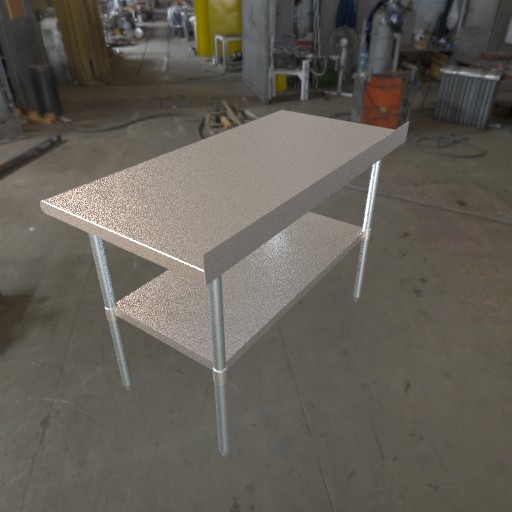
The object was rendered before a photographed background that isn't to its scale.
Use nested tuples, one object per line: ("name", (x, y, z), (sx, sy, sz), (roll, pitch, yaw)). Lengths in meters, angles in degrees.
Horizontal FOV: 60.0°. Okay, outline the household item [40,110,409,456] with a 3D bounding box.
("household item", (0.000, 0.000, 1.701), (0.610, 0.851, 1.219), (21, 38, 30))
